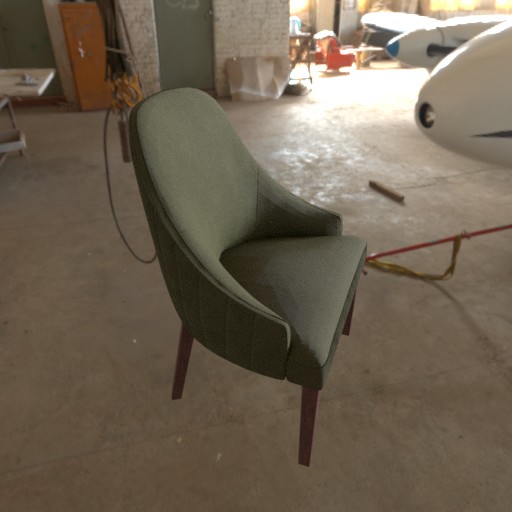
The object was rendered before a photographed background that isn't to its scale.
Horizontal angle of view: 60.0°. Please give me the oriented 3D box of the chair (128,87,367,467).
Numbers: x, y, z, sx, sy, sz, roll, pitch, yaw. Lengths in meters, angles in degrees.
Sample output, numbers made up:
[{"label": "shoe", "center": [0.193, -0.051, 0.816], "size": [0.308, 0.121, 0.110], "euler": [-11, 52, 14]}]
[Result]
[{"label": "chair", "center": [0.000, 0.000, 1.301], "size": [0.575, 0.889, 0.643], "euler": [11, 33, 18]}]
